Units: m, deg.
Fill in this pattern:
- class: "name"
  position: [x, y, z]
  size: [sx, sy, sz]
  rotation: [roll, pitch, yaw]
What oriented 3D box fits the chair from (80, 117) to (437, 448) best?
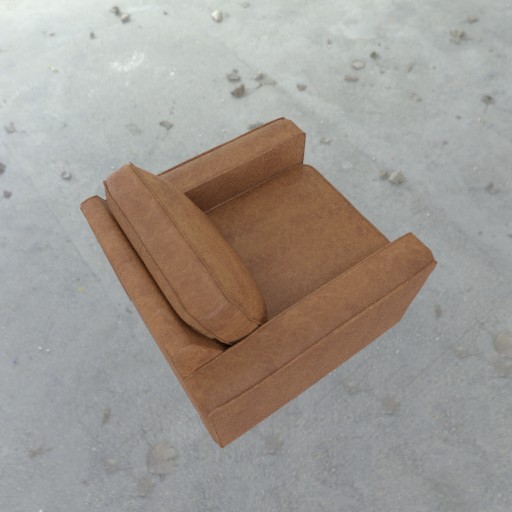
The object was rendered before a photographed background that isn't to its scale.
- class: "chair"
  position: [0.000, 0.000, 1.771]
  size: [1.027, 0.901, 0.987]
  rotation: [-33, 63, -19]
